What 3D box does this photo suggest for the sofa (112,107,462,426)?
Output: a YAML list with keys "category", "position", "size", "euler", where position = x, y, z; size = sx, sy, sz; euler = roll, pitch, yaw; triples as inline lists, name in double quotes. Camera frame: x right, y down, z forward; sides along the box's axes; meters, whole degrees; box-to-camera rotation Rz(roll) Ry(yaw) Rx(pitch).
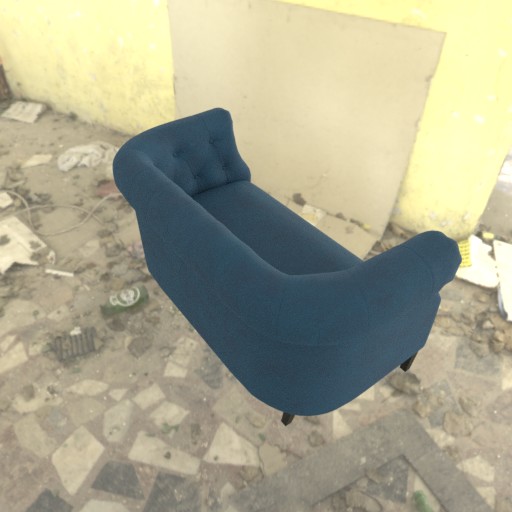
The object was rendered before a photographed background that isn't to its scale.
- category: "sofa"
  position: [0.000, 0.000, 2.043]
  size: [0.835, 0.827, 1.558]
  euler: [-26, 46, -27]
